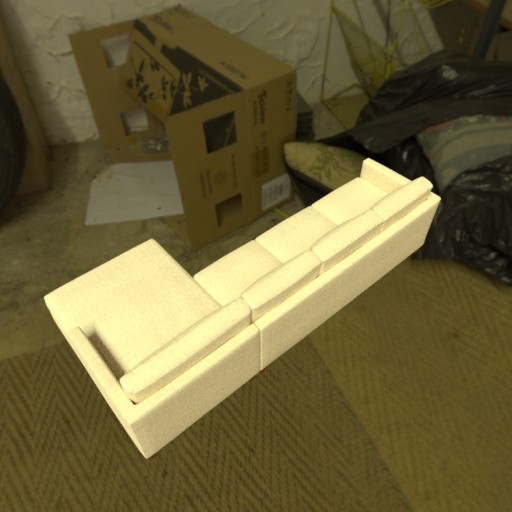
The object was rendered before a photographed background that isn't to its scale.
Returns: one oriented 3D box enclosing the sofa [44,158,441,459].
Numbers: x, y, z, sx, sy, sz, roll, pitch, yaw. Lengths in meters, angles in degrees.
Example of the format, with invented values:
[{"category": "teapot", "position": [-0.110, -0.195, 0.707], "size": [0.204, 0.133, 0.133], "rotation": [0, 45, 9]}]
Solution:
[{"category": "sofa", "position": [0.000, 0.000, 4.156], "size": [3.471, 0.954, 1.603], "rotation": [-32, 54, -27]}]
